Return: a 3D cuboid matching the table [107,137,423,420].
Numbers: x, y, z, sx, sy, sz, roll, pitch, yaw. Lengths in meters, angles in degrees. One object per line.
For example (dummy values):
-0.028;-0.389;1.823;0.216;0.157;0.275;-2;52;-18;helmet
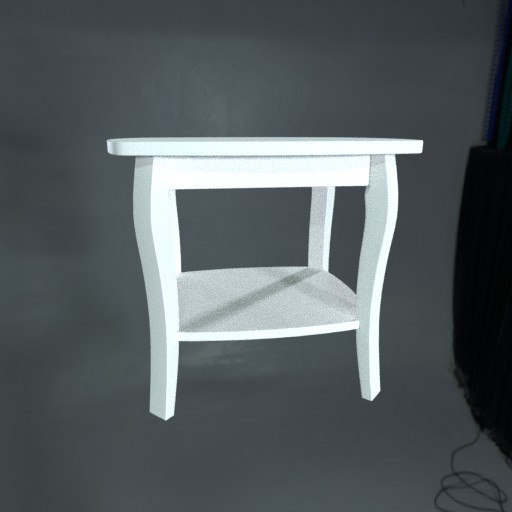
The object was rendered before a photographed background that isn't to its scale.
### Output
0.000;0.000;0.854;0.502;0.438;0.451;-2;16;-9;table
